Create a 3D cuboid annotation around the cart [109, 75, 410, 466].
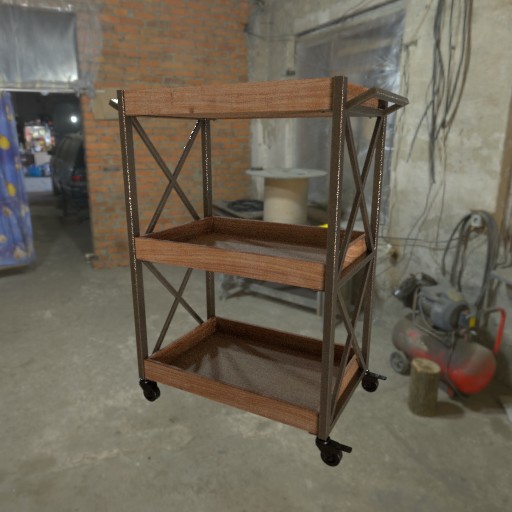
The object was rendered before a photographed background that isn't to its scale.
[{"bbox_3d":[0.000,0.000,1.193,0.673,0.835,0.377,8,17,27],"label":"cart"}]
